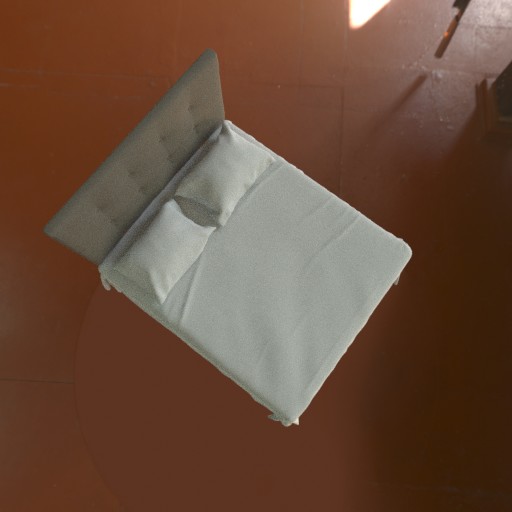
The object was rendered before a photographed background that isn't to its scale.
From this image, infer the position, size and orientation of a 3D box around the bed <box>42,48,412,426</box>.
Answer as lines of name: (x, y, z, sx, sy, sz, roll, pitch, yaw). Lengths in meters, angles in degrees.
bed: (0.000, 0.000, 3.449, 2.222, 1.577, 1.936, 37, 79, 8)
